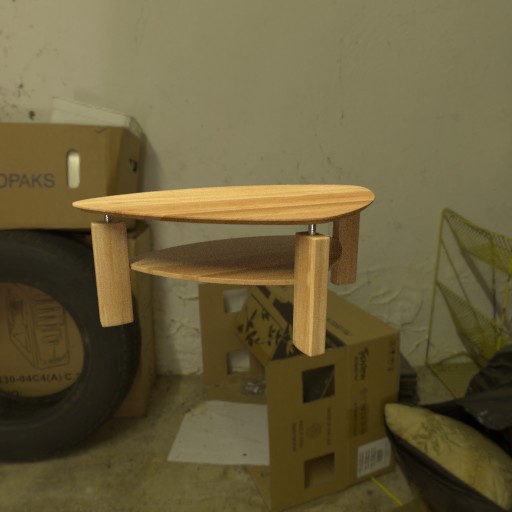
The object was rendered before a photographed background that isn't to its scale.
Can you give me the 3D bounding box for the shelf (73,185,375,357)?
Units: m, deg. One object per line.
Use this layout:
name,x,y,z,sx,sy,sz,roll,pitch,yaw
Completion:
shelf,0.000,0.000,1.701,1.240,0.439,0.863,-7,17,-25
